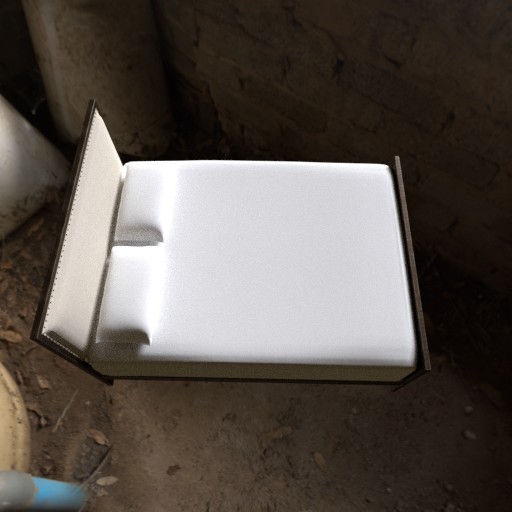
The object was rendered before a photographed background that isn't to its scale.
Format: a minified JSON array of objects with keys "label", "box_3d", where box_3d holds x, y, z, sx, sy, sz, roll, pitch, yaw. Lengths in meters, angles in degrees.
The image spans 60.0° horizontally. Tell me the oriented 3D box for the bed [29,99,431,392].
[{"label":"bed","box_3d":[0.000,0.000,3.134,2.221,1.313,1.607,1,64,1]}]
